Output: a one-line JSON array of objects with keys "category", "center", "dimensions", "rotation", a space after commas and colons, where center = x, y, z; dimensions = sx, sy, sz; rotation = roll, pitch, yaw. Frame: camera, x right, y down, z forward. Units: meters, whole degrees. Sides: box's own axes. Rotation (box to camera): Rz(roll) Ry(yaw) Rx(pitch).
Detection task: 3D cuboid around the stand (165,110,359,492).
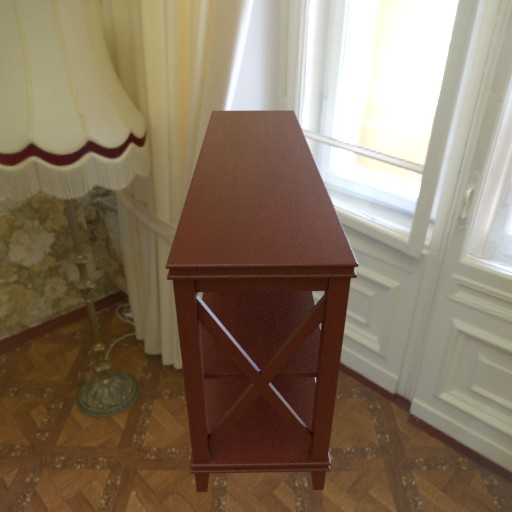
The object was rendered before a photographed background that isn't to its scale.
[{"category": "stand", "center": [0.000, 0.000, 1.654], "dimensions": [0.381, 0.762, 1.372], "rotation": [-1, 30, -1]}]
